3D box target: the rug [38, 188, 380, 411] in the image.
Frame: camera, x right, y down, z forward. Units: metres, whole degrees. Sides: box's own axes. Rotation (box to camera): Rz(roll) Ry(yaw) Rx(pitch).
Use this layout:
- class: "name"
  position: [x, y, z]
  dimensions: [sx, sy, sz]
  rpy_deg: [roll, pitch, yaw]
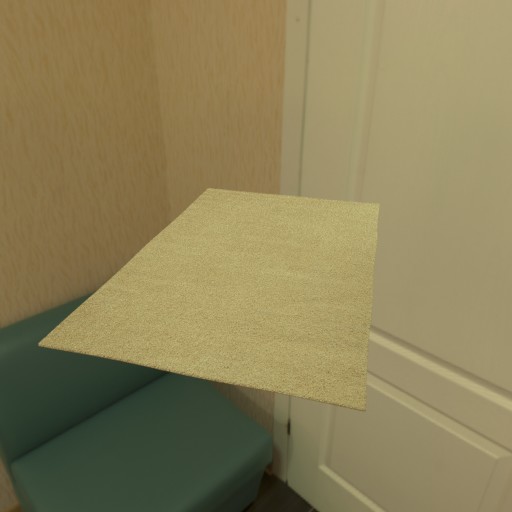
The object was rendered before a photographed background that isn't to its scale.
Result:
- class: "rug"
  position: [0.000, 0.000, 3.432]
  dimensions: [1.800, 0.025, 2.699]
  rpy_deg: [7, 29, 13]
